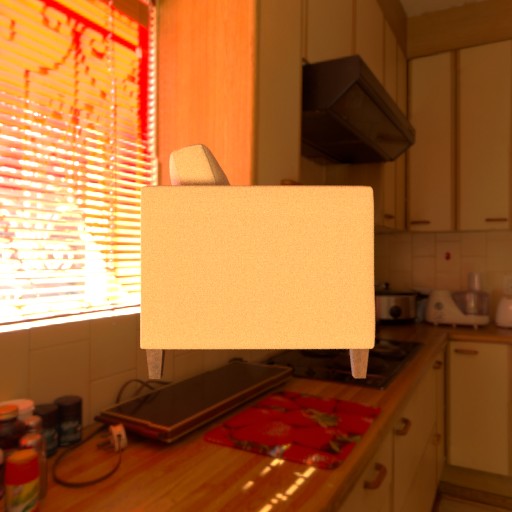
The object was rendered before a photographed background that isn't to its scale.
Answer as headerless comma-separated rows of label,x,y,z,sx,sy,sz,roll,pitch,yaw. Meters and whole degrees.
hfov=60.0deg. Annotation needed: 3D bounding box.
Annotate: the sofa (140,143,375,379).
sofa,0.000,0.000,2.882,0.951,0.968,2.361,0,0,-1
